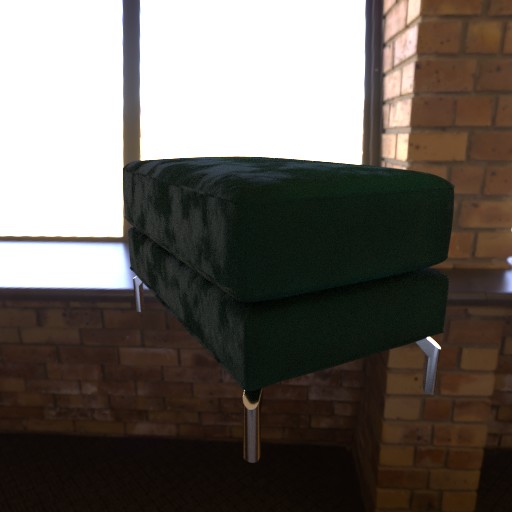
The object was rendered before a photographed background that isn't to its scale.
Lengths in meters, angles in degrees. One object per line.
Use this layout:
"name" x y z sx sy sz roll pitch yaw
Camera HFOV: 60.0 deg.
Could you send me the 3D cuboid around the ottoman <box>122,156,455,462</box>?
"ottoman" 0.000 0.000 1.240 0.536 0.533 0.886 -8 17 -28
